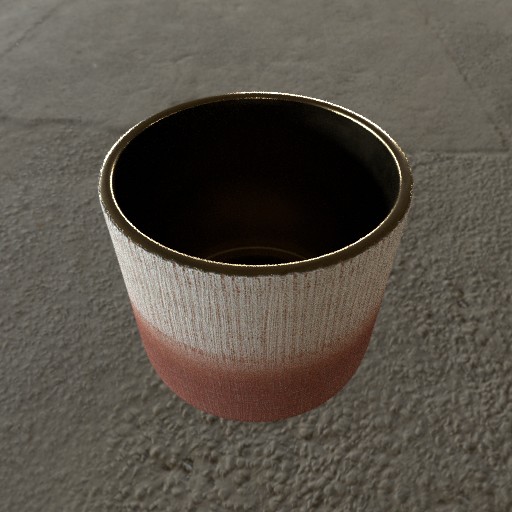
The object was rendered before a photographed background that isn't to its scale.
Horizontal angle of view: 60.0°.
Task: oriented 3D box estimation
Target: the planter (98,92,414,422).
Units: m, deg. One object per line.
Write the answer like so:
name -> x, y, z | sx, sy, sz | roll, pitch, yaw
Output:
planter -> 0.000, 0.000, 0.437 | 0.254, 0.221, 0.254 | 0, 46, 0
